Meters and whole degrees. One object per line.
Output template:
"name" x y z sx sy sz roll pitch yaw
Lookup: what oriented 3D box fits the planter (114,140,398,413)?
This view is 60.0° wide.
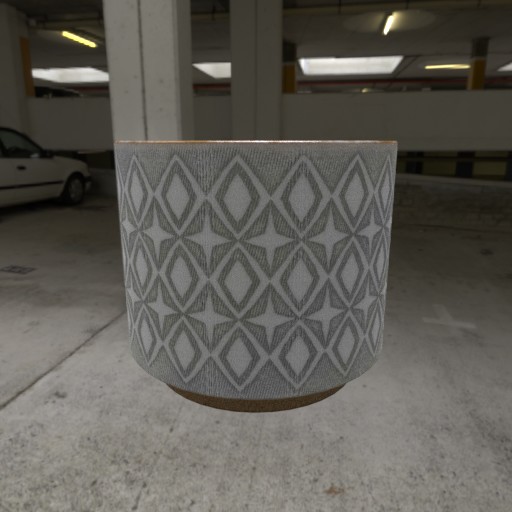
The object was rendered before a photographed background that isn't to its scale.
"planter" 0.000 0.000 0.444 0.255 0.223 0.255 0 14 0
